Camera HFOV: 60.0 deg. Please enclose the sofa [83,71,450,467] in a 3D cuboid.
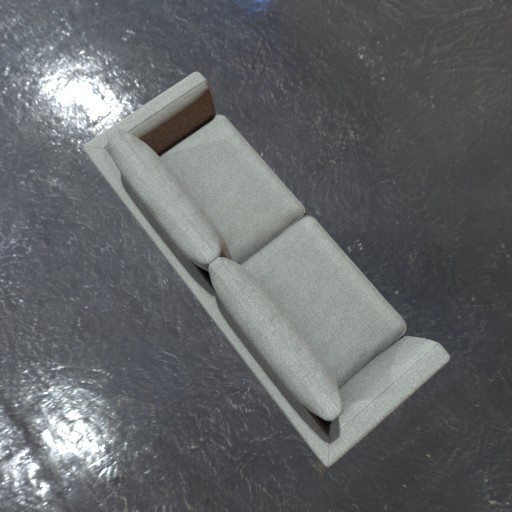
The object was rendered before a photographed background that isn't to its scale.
[{"bbox_3d":[0.000,0.000,2.661,0.869,1.002,2.212,-37,78,-9],"label":"sofa"}]
